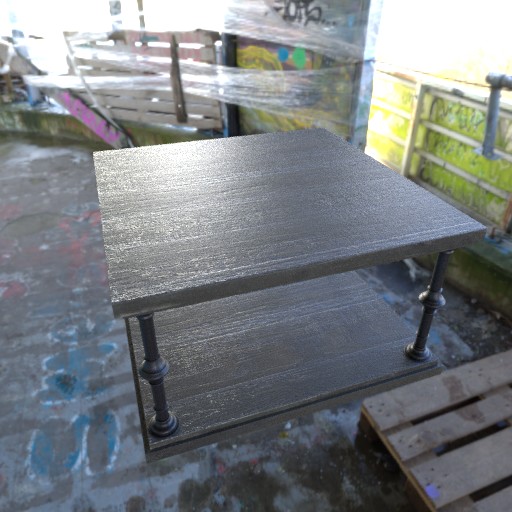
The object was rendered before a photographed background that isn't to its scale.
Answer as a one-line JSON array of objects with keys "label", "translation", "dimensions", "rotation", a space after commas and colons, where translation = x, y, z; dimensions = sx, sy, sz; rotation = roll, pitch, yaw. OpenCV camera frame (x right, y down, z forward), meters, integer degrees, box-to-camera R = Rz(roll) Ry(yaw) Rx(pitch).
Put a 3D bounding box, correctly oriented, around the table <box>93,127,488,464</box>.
[{"label": "table", "translation": [0.000, 0.000, 1.135], "dimensions": [0.696, 0.400, 0.696], "rotation": [-11, 34, -16]}]
